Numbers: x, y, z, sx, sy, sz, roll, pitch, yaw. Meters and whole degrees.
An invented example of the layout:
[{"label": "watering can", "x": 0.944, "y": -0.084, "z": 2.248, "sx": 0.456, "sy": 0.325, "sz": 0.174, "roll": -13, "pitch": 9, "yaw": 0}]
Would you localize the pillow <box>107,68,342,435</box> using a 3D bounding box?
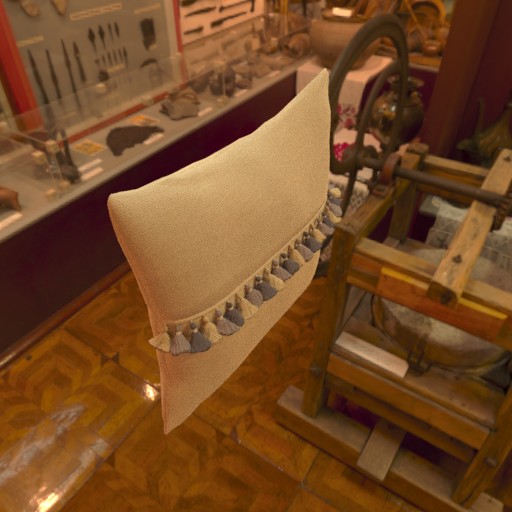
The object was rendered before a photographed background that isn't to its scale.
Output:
[{"label": "pillow", "x": 0.000, "y": 0.000, "z": 0.737, "sx": 0.165, "sy": 0.481, "sz": 0.489, "roll": 25, "pitch": 47, "yaw": 26}]
